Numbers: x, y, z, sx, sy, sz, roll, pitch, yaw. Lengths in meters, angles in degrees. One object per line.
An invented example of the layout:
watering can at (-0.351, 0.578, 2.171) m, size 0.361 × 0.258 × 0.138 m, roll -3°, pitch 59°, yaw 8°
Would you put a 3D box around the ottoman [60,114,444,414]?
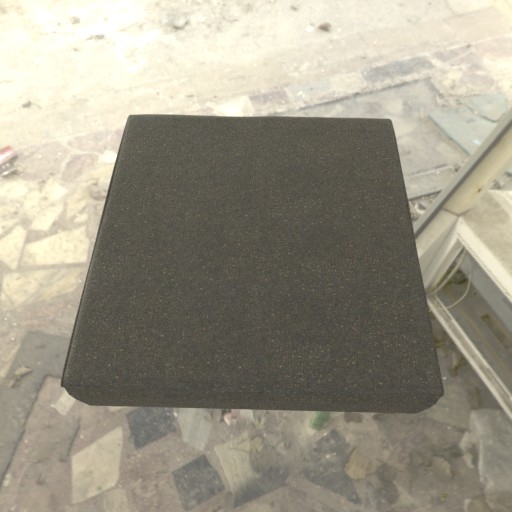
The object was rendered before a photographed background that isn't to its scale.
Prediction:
ottoman at (0.000, 0.000, 1.501) m, size 0.968 × 0.382 × 1.004 m, roll 1°, pitch 59°, yaw 1°
